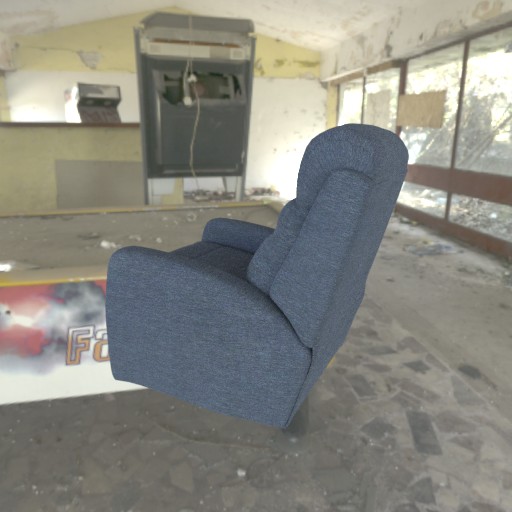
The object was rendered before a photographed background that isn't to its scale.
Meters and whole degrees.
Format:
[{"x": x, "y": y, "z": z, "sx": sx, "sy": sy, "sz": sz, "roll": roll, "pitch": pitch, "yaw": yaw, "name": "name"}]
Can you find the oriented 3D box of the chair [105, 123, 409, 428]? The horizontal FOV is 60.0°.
[{"x": 0.000, "y": 0.000, "z": 1.783, "sx": 1.043, "sy": 1.013, "sz": 0.798, "roll": 8, "pitch": 17, "yaw": 25, "name": "chair"}]
